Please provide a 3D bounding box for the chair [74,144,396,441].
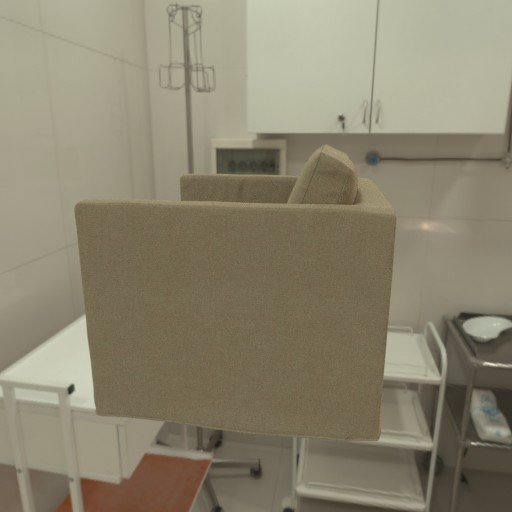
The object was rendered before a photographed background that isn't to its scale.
[{"bbox_3d":[0.000,0.000,1.772,0.949,0.863,1.057,3,15,9],"label":"chair"}]
